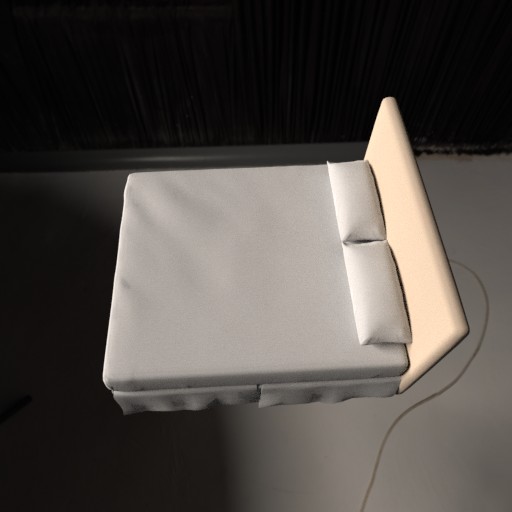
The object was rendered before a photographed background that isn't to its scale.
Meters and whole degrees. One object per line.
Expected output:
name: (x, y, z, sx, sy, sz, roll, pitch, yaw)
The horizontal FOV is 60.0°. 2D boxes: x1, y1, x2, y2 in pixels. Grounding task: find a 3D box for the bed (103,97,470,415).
bed: (0.000, 0.000, 3.246, 2.142, 1.330, 1.884, -3, 59, -2)
